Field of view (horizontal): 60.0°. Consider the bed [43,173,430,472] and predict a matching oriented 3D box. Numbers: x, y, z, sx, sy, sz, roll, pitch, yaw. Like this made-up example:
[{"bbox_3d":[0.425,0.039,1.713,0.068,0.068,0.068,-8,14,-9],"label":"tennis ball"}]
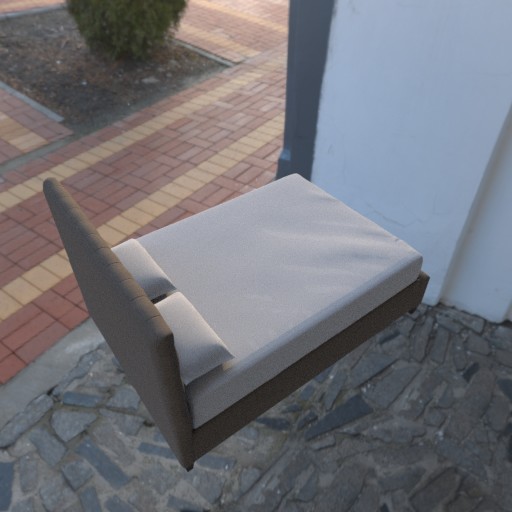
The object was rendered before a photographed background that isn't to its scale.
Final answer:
[{"bbox_3d":[0.000,0.000,3.460,2.387,1.427,1.698,-26,48,-26],"label":"bed"}]
